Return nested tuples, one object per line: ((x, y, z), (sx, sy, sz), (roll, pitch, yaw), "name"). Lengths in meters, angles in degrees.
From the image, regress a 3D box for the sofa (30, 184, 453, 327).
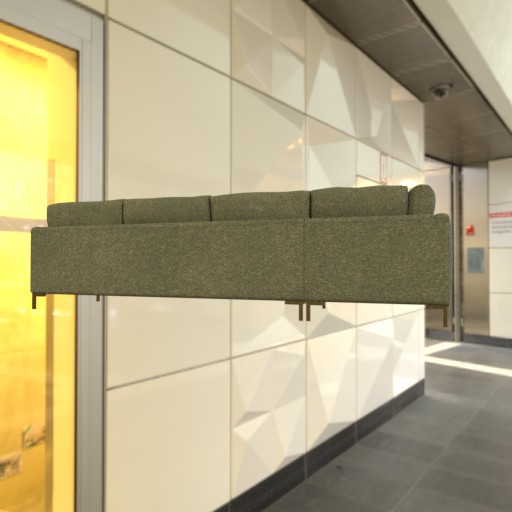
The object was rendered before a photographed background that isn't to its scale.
((0.000, 0.000, 3.787), (2.949, 0.815, 2.007), (0, -1, 19), "sofa")
